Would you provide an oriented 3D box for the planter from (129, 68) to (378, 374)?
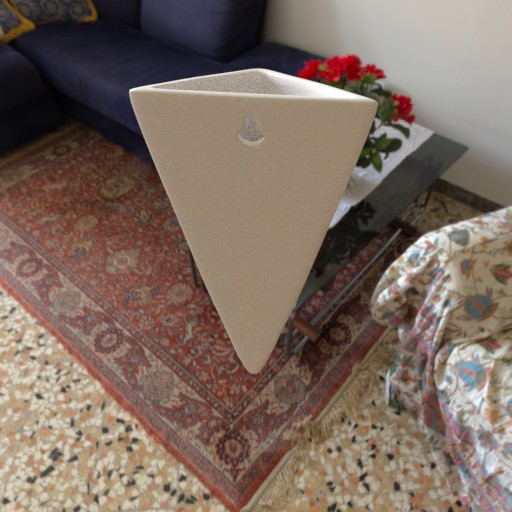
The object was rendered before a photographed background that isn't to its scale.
[{"bbox_3d":[0.000,0.000,0.396,0.143,0.338,0.065,4,48,4],"label":"planter"}]
